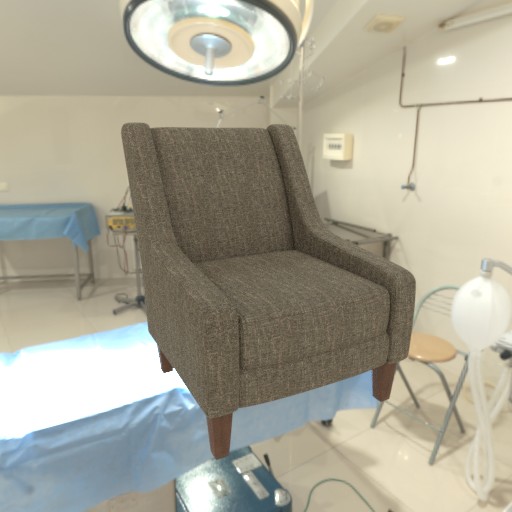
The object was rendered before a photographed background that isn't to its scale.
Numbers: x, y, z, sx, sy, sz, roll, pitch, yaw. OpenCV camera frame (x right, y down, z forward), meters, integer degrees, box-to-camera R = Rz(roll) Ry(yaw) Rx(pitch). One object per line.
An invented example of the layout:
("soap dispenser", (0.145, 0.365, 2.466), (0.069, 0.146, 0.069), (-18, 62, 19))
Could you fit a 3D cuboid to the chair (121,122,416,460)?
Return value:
("chair", (0.000, 0.000, 1.737), (0.793, 1.012, 0.944), (-8, 17, -26))
